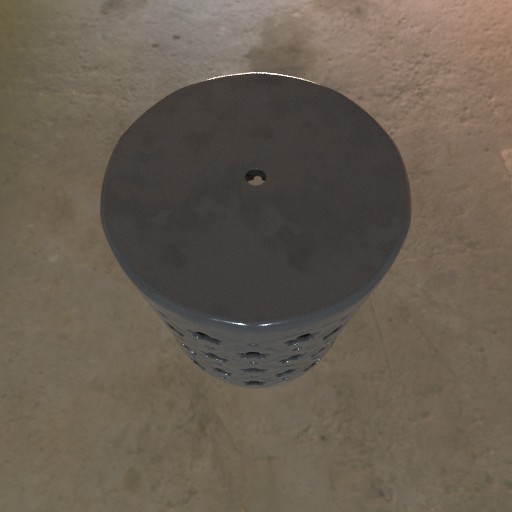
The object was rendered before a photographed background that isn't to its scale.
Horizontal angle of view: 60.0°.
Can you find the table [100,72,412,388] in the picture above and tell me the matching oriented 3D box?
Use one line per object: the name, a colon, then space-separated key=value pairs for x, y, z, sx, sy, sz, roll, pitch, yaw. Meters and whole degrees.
table: x=0.000 y=0.000 z=0.665 sx=0.352 sy=0.387 sz=0.352 roll=0 pitch=63 yaw=0
